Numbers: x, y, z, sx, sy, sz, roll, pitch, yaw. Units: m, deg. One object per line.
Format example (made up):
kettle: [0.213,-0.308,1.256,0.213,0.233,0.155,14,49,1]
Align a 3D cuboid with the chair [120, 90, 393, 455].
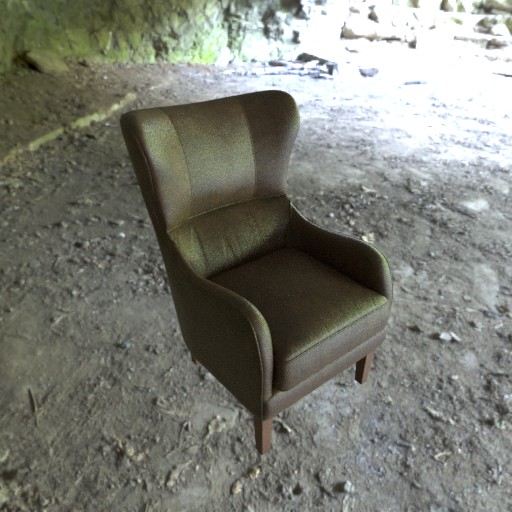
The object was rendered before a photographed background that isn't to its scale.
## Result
chair: [0.000,0.000,1.665,0.692,1.048,0.914,-22,37,-32]
